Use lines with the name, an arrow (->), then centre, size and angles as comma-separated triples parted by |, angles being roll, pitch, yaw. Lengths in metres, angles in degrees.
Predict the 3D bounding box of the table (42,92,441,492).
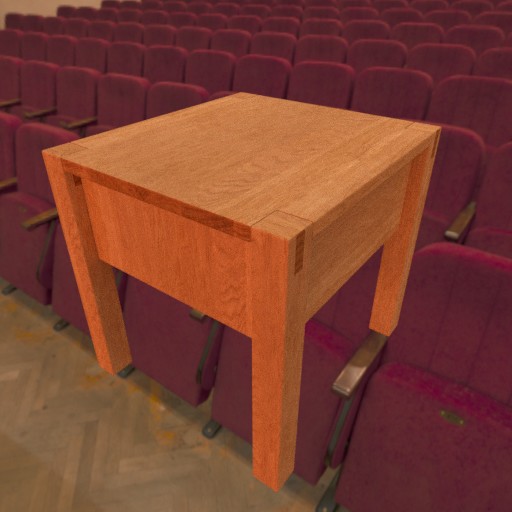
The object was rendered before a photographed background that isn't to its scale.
table -> 0.000, 0.000, 0.830 | 0.440, 0.450, 0.480 | 22, 39, 30
